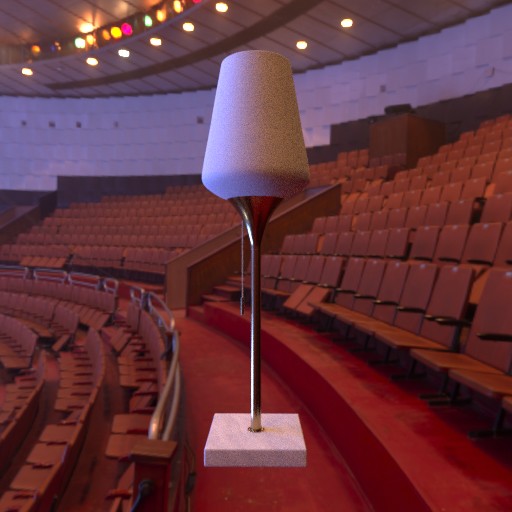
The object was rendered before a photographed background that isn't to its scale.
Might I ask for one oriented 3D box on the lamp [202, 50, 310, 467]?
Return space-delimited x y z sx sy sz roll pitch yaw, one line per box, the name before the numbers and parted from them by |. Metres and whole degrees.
lamp | 0.000 0.000 0.746 0.181 0.639 0.181 0 0 1
